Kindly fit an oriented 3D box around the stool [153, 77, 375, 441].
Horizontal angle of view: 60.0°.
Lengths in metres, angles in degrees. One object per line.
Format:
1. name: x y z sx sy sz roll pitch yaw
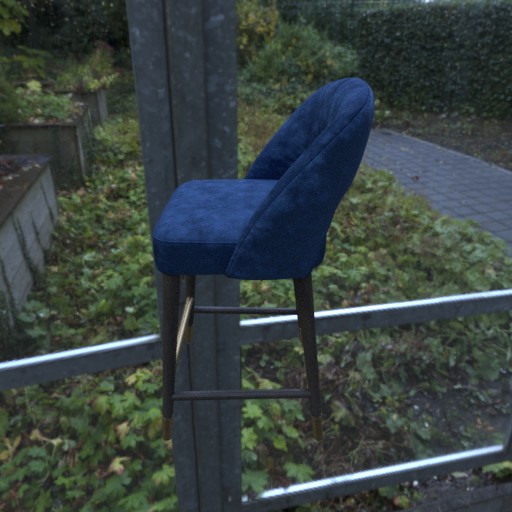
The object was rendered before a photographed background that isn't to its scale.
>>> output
1. stool: 0.000 0.000 1.240 0.524 0.925 0.536 0 26 0
